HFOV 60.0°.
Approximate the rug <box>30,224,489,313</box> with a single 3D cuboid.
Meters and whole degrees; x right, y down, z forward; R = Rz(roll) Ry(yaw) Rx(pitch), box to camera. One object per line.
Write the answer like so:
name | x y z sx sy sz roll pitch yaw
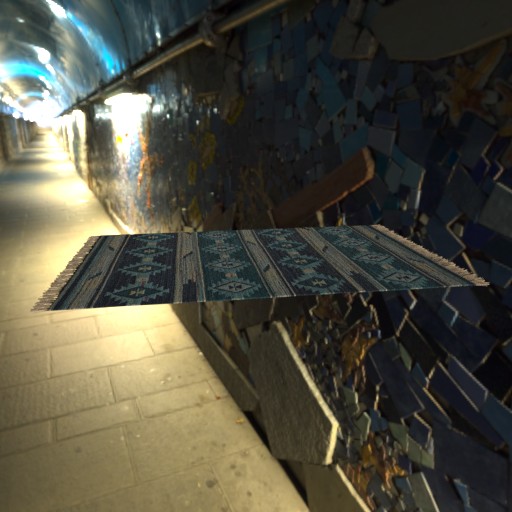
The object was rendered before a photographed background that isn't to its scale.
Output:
rug | 0.000 0.000 2.375 1.936 0.028 1.181 -3 17 -8
